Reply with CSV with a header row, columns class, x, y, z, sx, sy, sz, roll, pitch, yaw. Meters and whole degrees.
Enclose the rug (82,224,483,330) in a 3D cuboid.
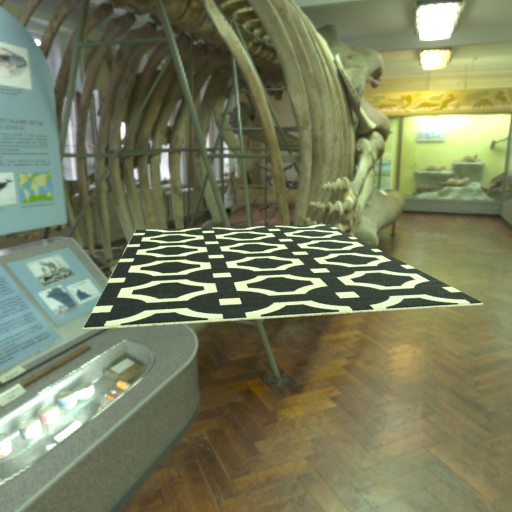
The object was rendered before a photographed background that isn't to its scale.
class,x,y,z,sx,sy,sz,roll,pitch,yaw
rug,0.000,0.000,4.115,2.466,0.021,3.049,-2,14,-9
